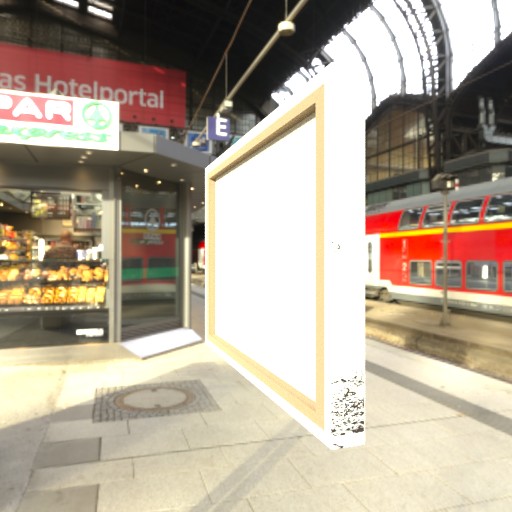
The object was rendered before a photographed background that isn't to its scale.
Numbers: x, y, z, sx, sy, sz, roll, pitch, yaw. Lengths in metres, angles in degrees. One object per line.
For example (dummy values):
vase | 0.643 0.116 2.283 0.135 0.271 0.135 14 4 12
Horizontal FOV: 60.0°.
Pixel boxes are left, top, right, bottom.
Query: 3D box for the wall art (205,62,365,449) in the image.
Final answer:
wall art | 0.000 0.000 0.767 0.042 0.414 0.608 0 0 -19
